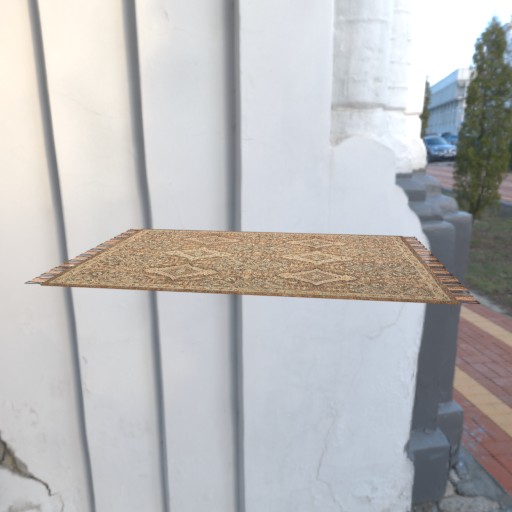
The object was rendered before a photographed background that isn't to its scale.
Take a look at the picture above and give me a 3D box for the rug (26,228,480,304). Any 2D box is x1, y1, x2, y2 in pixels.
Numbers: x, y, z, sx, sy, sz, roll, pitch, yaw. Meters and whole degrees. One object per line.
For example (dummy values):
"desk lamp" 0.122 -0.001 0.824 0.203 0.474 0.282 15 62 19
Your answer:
"rug" 0.000 0.000 3.058 2.434 0.010 1.516 2 16 7
